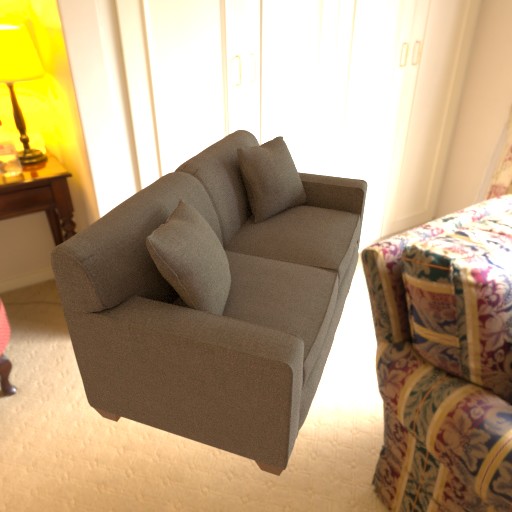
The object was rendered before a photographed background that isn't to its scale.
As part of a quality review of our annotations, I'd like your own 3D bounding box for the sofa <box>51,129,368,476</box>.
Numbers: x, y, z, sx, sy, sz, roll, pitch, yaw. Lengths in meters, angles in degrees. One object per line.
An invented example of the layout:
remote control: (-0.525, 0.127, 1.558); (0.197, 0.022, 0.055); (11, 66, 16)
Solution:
sofa: (0.000, 0.000, 2.429); (1.000, 0.958, 1.846); (10, 32, 17)
